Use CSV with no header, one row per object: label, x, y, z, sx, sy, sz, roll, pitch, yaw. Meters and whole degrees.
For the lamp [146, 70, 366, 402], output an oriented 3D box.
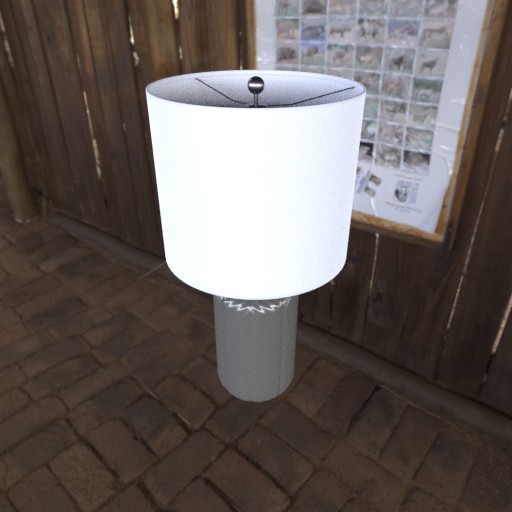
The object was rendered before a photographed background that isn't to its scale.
lamp,0.000,0.000,0.512,0.203,0.389,0.203,10,32,16
